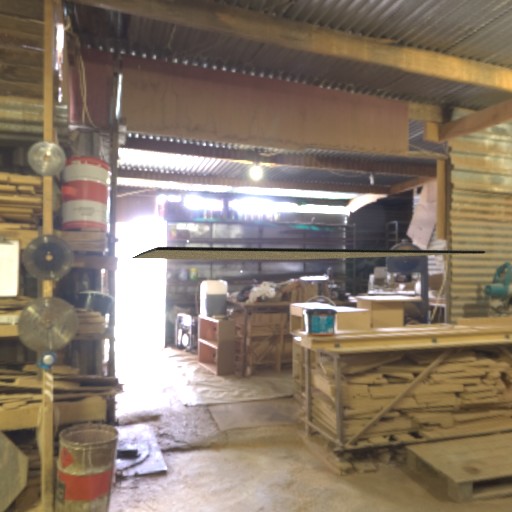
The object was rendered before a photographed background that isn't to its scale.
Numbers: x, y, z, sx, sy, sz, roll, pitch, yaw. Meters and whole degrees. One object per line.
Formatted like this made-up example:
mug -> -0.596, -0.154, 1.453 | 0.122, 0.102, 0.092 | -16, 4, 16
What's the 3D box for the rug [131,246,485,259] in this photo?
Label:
rug -> 0.000, 0.000, 2.932 | 1.528, 0.014, 2.294 | 0, -1, -18
